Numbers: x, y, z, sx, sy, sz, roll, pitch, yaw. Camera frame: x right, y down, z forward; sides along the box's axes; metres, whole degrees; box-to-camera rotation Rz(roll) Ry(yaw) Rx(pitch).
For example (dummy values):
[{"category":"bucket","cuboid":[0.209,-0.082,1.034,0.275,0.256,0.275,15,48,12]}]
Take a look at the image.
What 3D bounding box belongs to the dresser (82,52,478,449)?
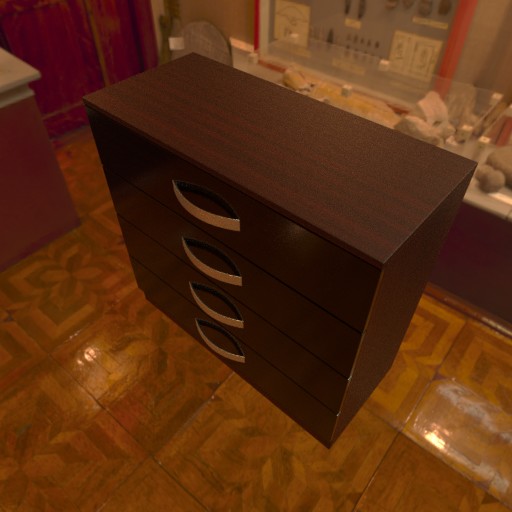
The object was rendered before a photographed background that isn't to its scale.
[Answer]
[{"category":"dresser","cuboid":[0.000,0.000,1.134,0.750,0.720,0.360,33,54,27]}]
